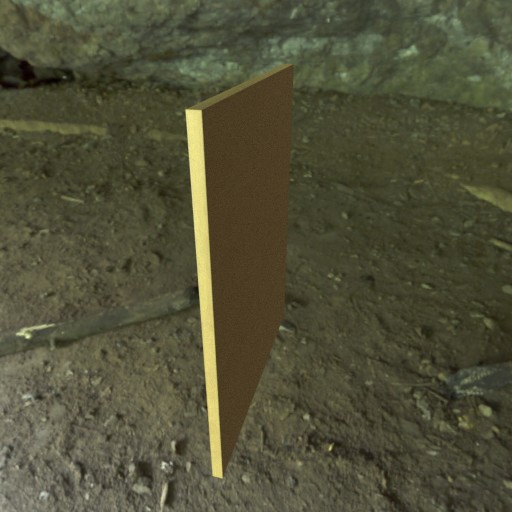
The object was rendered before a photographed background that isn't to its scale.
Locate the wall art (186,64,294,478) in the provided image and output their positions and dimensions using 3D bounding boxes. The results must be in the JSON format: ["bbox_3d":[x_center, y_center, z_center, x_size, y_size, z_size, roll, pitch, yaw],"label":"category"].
[{"bbox_3d":[0.000,0.000,1.345,0.030,1.002,0.798,8,30,14],"label":"wall art"}]
